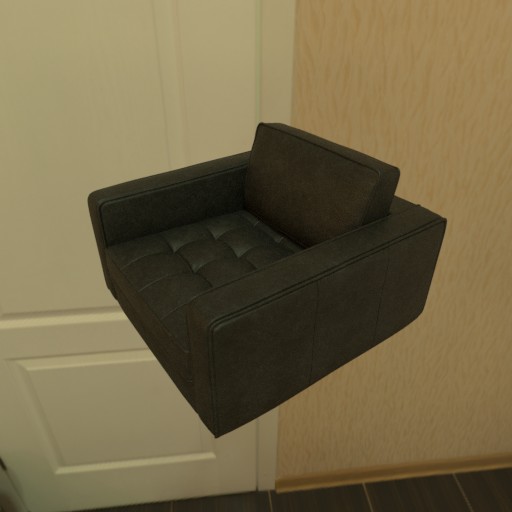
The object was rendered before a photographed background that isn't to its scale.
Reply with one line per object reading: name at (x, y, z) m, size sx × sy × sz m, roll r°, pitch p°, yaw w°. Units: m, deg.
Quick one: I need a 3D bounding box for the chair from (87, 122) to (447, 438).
chair at (0.000, 0.000, 1.606) m, size 0.914 × 0.763 × 0.889 m, roll -21°, pitch 39°, yaw -29°
